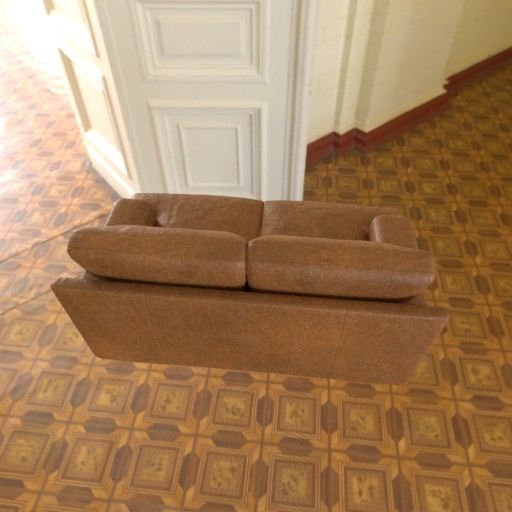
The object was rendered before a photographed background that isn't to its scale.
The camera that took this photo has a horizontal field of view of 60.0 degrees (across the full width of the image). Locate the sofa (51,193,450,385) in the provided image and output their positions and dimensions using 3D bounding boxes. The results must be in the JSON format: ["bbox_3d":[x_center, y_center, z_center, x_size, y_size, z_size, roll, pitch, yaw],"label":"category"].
[{"bbox_3d":[0.000,0.000,2.564,1.880,0.966,1.144,4,47,4],"label":"sofa"}]
